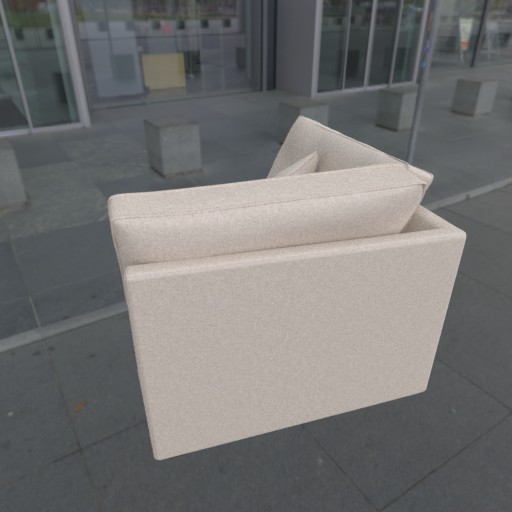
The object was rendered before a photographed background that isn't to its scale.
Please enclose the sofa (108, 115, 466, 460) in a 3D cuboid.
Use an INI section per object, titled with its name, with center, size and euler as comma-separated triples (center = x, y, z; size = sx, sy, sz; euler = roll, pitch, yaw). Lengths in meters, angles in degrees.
[sofa]
center = 0.000, 0.000, 1.793
size = 1.042, 0.937, 1.050
euler = -9, 31, -15
